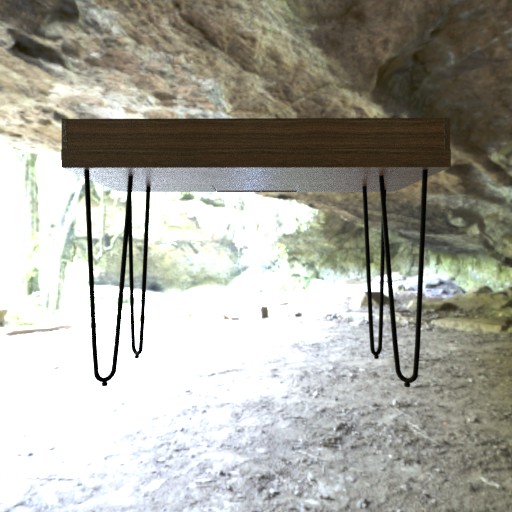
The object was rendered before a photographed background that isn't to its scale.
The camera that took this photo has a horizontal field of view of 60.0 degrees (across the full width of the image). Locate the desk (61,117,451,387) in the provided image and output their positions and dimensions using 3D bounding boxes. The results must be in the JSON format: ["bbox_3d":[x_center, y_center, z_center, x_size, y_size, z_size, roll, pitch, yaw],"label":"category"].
[{"bbox_3d":[0.000,0.000,1.648,1.200,0.854,0.565,0,1,0],"label":"desk"}]
